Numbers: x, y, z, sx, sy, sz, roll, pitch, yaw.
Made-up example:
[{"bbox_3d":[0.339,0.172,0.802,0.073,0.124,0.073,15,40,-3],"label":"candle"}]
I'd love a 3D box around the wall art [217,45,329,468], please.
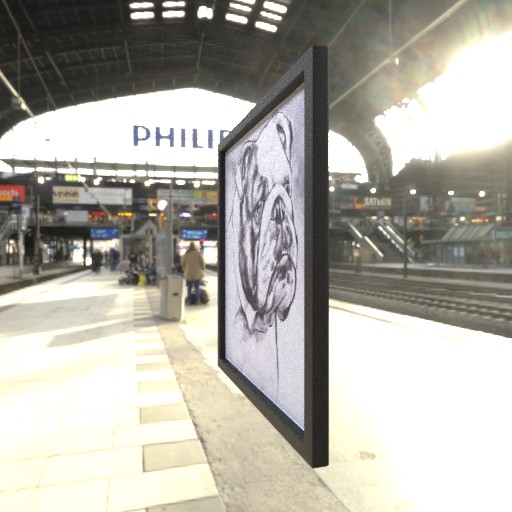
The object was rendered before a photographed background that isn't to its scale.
[{"bbox_3d":[0.000,0.000,0.692,0.022,0.453,0.456,0,0,-18],"label":"wall art"}]
